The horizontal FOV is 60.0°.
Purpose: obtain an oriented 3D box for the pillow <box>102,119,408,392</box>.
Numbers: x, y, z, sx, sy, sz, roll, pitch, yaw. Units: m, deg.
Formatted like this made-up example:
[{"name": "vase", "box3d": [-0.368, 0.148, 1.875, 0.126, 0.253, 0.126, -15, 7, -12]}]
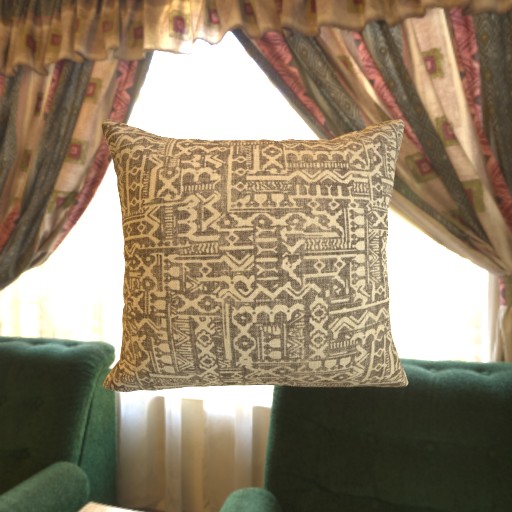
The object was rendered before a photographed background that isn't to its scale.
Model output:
[{"name": "pillow", "box3d": [0.000, 0.000, 0.791, 0.546, 0.487, 0.180, 0, 1, -1]}]
